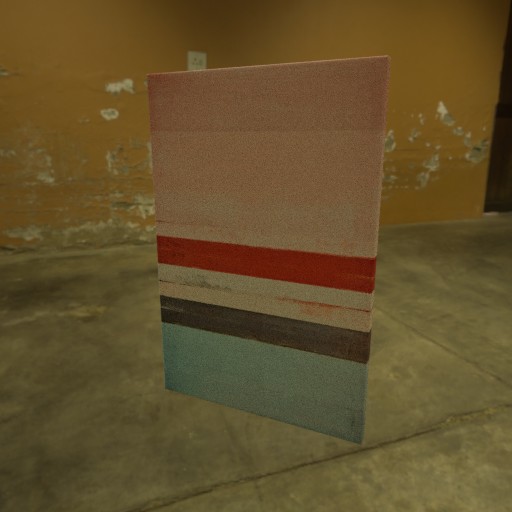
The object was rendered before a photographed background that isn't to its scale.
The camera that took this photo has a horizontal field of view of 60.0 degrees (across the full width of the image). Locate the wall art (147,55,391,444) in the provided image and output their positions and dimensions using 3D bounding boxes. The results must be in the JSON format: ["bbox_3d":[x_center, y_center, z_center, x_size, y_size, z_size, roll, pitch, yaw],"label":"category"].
[{"bbox_3d":[0.000,0.000,1.154,0.610,0.914,0.038,7,16,25],"label":"wall art"}]
